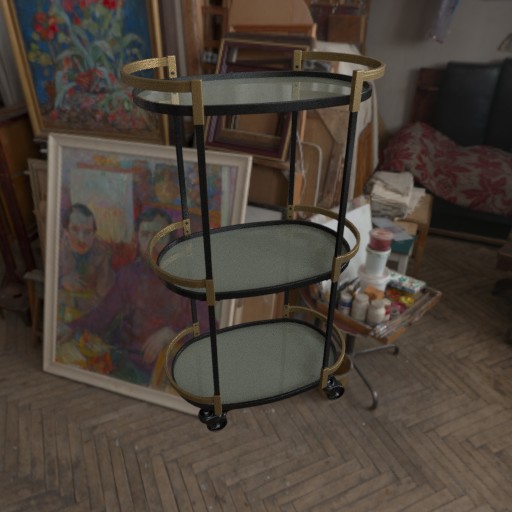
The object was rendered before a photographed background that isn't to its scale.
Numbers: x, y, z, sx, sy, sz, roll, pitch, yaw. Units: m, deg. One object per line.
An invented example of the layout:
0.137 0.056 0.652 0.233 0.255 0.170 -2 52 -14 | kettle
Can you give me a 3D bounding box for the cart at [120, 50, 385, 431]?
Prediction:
0.000 0.000 1.094 0.515 0.885 0.311 -9 33 -15 | cart
